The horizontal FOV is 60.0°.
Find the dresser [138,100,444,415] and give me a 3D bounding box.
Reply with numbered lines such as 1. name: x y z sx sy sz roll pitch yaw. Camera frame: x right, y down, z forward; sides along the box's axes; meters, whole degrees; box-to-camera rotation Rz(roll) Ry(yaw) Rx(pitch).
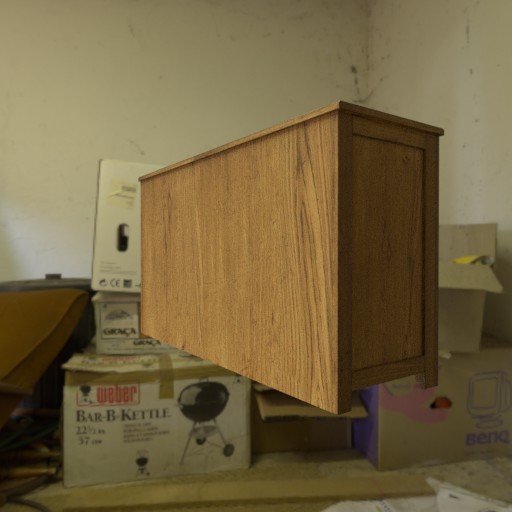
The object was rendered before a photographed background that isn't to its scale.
1. dresser: 0.000 0.000 2.138 0.563 0.932 1.657 0 1 -35
